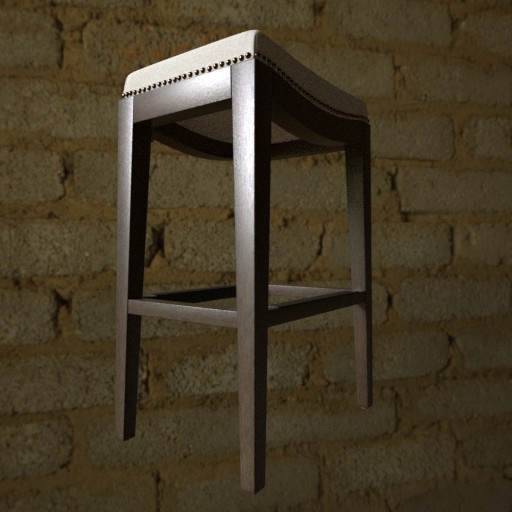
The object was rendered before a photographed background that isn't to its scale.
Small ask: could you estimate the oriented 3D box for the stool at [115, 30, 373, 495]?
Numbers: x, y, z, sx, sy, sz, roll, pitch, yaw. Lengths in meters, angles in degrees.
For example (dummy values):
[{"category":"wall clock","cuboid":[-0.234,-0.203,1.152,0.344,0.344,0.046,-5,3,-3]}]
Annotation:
[{"category":"stool","cuboid":[0.000,0.000,1.002,0.358,0.759,0.498,1,1,36]}]
